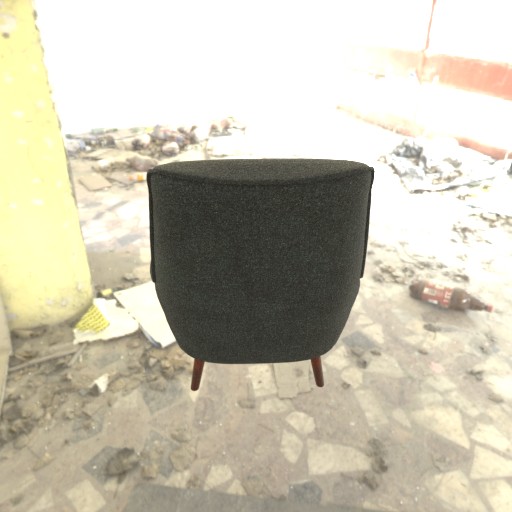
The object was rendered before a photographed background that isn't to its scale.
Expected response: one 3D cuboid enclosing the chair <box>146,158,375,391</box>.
[{"bbox_3d":[0.000,0.000,1.494,0.763,0.883,0.859,-1,30,-2],"label":"chair"}]
